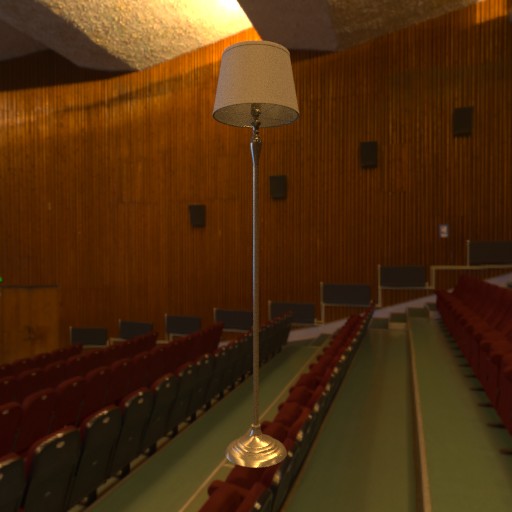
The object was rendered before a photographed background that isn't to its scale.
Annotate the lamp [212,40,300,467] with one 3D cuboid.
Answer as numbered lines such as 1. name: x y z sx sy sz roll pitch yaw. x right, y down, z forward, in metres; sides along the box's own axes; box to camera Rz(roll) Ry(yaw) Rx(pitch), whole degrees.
1. lamp: 0.000 0.000 1.684 0.327 1.506 0.327 0 1 18
